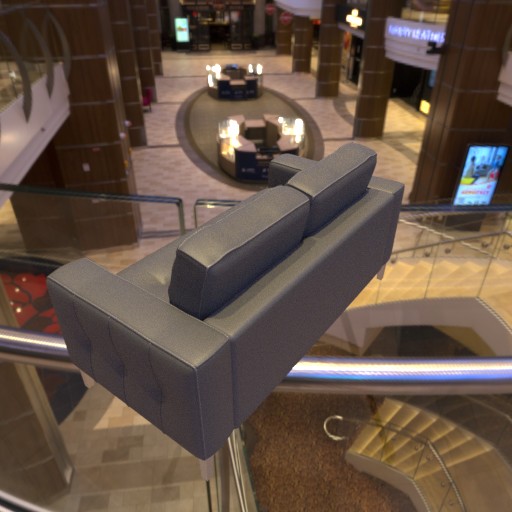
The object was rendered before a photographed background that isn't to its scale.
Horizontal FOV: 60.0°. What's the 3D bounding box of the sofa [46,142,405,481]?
[{"bbox_3d":[0.000,0.000,2.190,0.833,0.893,1.726,22,39,30],"label":"sofa"}]
